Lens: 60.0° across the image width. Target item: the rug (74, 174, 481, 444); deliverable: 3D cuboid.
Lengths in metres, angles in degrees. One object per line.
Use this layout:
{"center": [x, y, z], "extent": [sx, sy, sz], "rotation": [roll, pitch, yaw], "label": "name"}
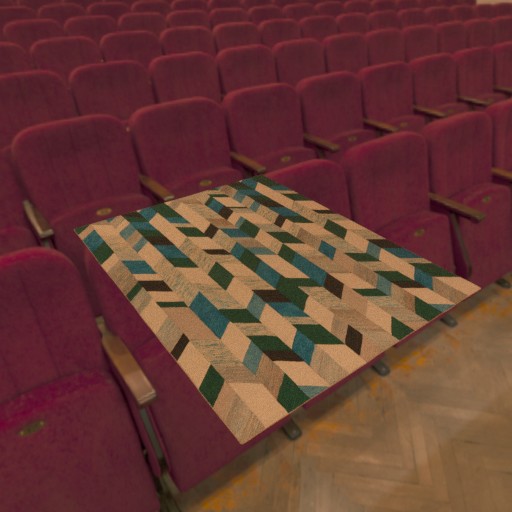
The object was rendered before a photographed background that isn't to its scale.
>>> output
{"center": [0.000, 0.000, 4.108], "extent": [2.440, 0.008, 3.036], "rotation": [-22, 39, -30], "label": "rug"}
